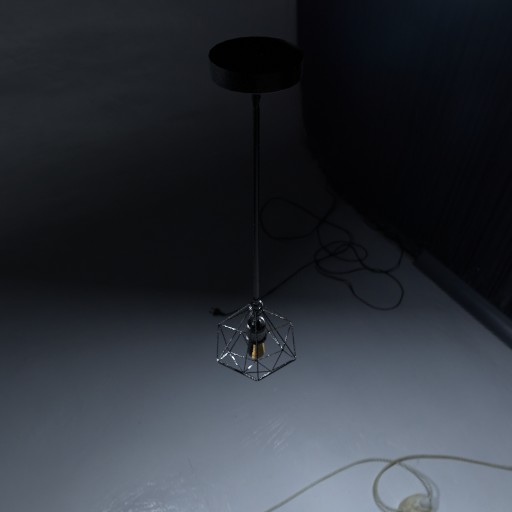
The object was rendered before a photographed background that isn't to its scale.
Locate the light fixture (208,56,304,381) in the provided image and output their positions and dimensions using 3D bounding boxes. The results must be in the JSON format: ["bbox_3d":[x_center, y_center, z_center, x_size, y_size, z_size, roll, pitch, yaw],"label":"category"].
[{"bbox_3d":[0.000,0.000,1.987,0.487,1.764,0.431,-24,50,-22],"label":"light fixture"}]
